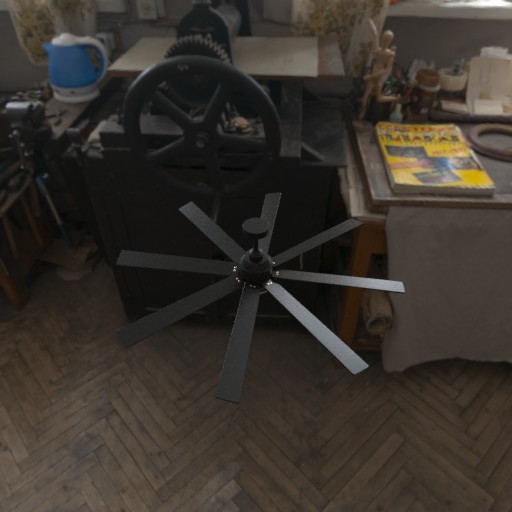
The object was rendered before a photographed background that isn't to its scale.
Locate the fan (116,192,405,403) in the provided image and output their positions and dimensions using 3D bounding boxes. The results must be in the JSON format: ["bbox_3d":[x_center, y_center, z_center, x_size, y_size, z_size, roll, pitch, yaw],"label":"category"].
[{"bbox_3d":[0.000,0.000,2.730,1.830,0.472,1.830,-26,47,-26],"label":"fan"}]
